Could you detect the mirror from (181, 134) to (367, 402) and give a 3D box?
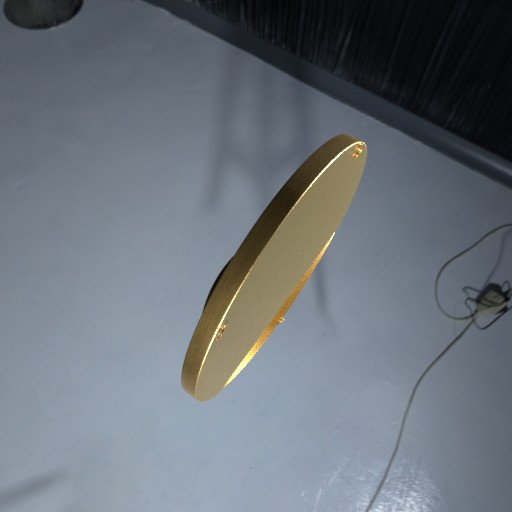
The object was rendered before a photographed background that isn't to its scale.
[{"bbox_3d":[0.000,0.000,0.712,0.133,0.457,0.457,33,69,14],"label":"mirror"}]
